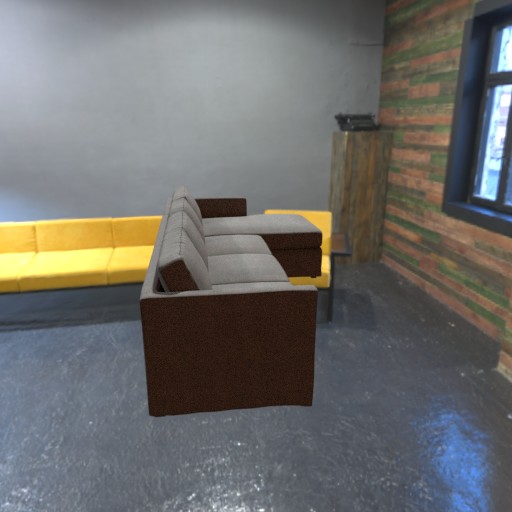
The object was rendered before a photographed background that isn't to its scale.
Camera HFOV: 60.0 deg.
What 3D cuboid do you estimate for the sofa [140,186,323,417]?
[{"bbox_3d":[0.000,0.000,3.904,1.650,0.922,3.205,-2,17,-8],"label":"sofa"}]
